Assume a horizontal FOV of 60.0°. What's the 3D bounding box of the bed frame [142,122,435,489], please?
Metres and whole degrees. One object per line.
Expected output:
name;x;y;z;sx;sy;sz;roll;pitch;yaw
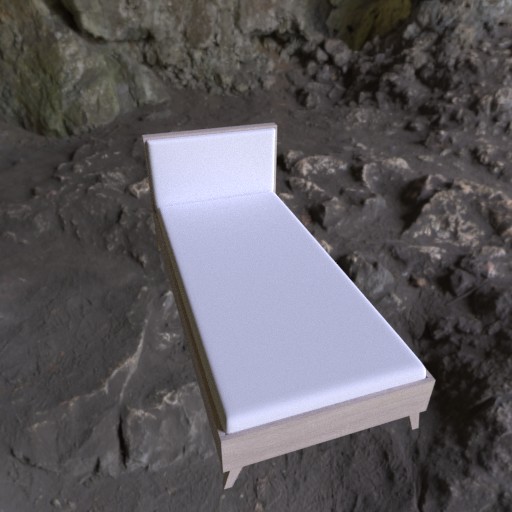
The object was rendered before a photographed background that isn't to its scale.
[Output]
bed frame;0.000;0.000;2.650;0.990;0.920;2.140;-10;34;-15
